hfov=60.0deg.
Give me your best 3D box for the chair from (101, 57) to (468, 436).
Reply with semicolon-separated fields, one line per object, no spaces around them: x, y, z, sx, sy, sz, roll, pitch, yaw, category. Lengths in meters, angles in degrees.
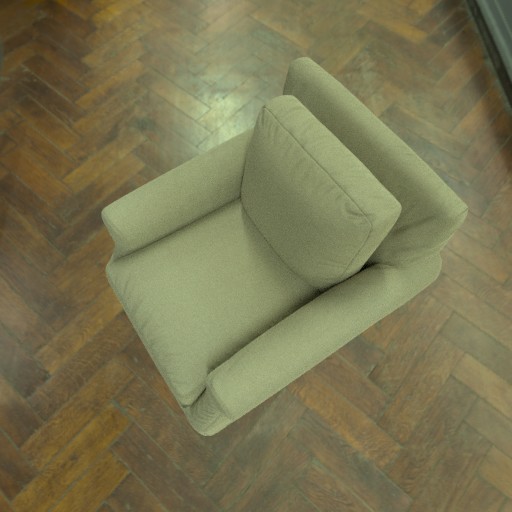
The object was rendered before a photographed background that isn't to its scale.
0.000;0.000;1.702;1.066;0.866;0.940;-31;67;-15;chair
